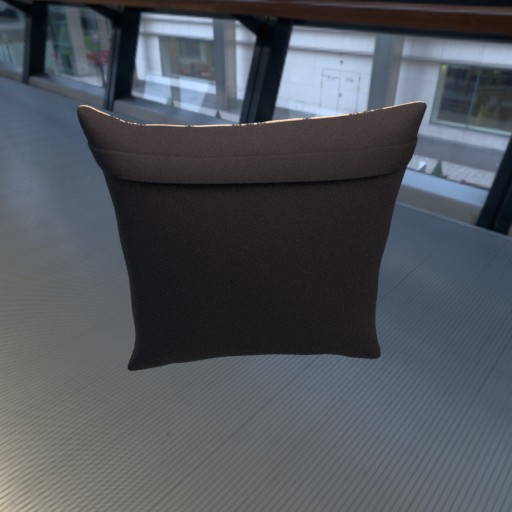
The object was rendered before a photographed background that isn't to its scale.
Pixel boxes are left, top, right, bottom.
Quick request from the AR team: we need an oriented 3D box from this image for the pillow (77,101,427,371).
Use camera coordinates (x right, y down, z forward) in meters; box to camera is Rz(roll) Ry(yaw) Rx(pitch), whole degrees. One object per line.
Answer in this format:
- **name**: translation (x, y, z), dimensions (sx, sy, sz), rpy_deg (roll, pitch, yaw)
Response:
- **pillow**: translation (0.000, 0.000, 0.609), dimensions (0.405, 0.406, 0.173), rpy_deg (-2, 31, -3)
